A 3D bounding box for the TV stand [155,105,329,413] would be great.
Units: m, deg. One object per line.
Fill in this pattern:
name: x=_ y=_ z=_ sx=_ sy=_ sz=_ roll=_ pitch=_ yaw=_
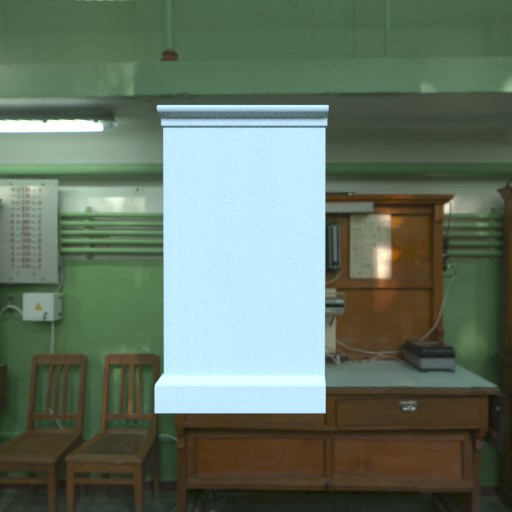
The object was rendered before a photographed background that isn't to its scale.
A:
TV stand: x=0.000 y=0.000 z=1.486 sx=0.424 sy=0.624 sz=1.187 roll=0 pitch=1 yaw=0
